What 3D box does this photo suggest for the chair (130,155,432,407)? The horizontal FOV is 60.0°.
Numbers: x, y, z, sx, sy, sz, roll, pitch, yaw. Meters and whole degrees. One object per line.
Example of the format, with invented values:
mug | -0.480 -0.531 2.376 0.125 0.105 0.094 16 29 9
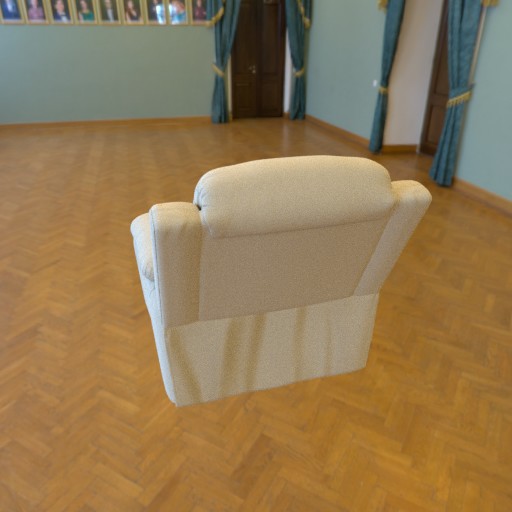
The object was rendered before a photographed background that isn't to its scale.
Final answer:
chair | 0.000 0.000 1.282 0.680 0.702 0.709 -7 27 -15
